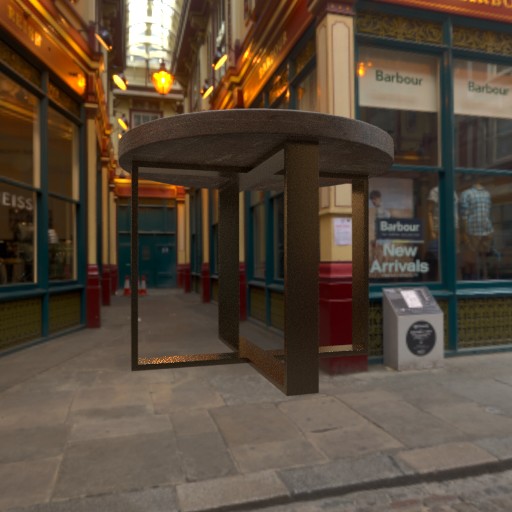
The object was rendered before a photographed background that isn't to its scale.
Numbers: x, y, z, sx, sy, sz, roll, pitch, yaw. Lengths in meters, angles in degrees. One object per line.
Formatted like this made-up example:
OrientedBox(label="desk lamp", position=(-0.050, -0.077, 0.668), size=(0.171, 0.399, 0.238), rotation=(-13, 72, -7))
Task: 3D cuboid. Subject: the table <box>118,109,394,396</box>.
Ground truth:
OrientedBox(label="table", position=(0.000, 0.000, 0.939), size=(0.557, 0.437, 0.557), rotation=(0, 0, 0))
